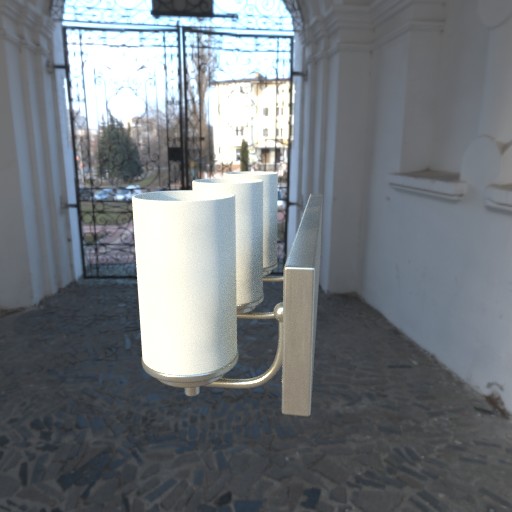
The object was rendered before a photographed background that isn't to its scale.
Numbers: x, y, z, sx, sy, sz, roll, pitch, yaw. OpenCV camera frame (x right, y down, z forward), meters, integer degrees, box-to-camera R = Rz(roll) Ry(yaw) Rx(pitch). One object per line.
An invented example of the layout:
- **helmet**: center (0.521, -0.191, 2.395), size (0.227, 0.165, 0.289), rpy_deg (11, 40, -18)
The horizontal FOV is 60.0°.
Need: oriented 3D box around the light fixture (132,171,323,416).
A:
- **light fixture**: center (0.000, 0.000, 0.514), size (0.145, 0.172, 0.451), rpy_deg (2, 14, 9)
